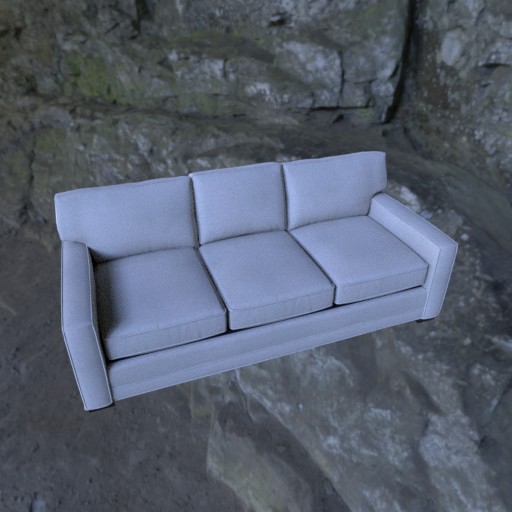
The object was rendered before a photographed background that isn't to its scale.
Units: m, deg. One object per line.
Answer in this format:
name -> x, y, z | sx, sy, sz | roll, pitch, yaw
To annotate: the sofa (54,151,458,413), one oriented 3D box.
sofa -> 0.000, 0.000, 2.593 | 2.088, 0.862, 0.935 | -11, 34, -17
